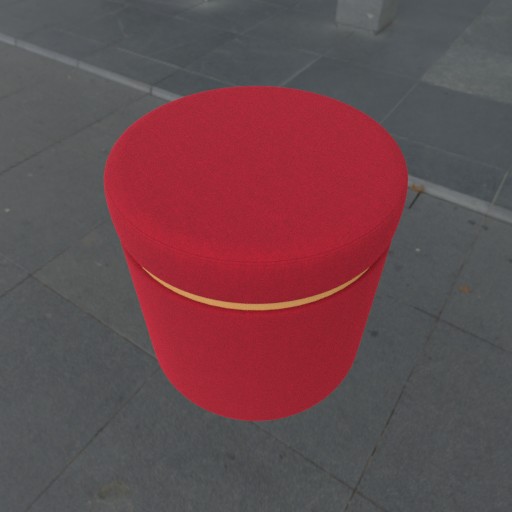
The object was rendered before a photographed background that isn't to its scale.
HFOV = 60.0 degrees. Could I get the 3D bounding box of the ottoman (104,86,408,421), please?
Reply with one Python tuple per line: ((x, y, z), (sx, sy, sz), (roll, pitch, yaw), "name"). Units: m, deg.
((0.000, 0.000, 0.729), (0.400, 0.406, 0.400), (0, 47, 0), "ottoman")
